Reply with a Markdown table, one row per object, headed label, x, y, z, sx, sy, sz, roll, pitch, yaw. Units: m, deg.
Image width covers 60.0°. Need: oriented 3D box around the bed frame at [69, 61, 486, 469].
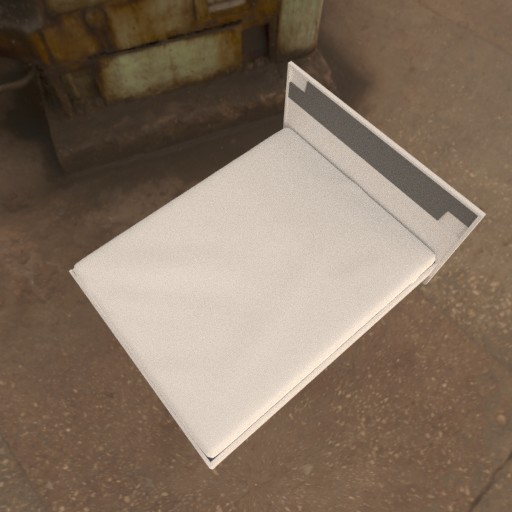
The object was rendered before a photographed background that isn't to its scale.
| label | x | y | z | sx | sy | sz | roll | pitch | yaw |
| --- | --- | --- | --- | --- | --- | --- | --- | --- | --- |
| bed frame | 0.000 | 0.000 | 3.043 | 2.100 | 1.001 | 1.711 | -37 | 68 | -17 |
